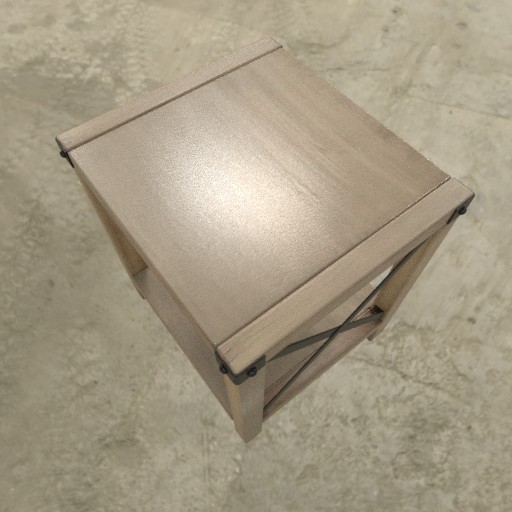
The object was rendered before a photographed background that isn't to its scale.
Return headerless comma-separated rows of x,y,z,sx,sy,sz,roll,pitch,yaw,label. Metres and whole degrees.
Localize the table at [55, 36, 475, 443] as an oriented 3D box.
0.000,0.000,0.927,0.459,0.561,0.510,-34,65,-18,table
